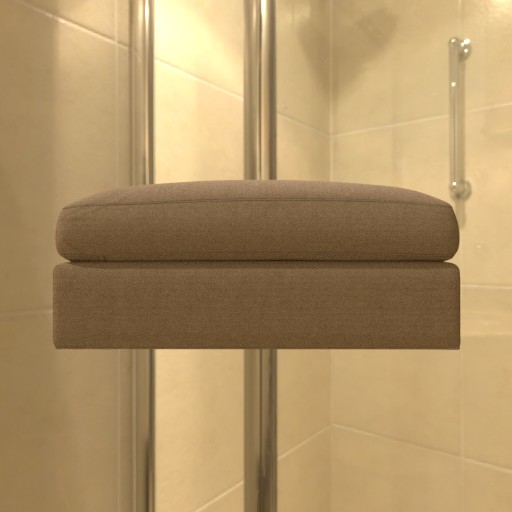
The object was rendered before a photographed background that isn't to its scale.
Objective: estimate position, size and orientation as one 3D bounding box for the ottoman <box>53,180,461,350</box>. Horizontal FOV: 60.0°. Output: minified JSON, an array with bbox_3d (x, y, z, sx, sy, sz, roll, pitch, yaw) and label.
[{"bbox_3d":[0.000,0.000,1.610,1.041,0.470,1.041,0,0,0],"label":"ottoman"}]
